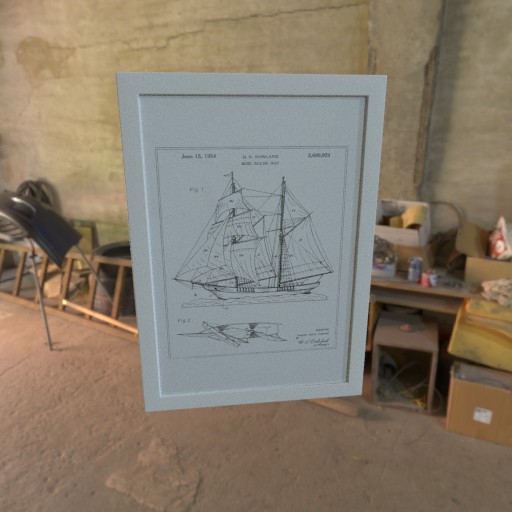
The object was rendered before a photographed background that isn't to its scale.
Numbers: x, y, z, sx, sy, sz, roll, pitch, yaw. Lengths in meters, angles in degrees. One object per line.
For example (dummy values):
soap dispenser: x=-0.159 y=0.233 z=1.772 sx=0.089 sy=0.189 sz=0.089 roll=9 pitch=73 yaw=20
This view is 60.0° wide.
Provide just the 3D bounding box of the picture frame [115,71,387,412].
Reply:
picture frame: x=0.000 y=0.000 z=0.699 sx=0.381 sy=0.534 sz=0.012 roll=-2 pitch=17 yaw=-7
